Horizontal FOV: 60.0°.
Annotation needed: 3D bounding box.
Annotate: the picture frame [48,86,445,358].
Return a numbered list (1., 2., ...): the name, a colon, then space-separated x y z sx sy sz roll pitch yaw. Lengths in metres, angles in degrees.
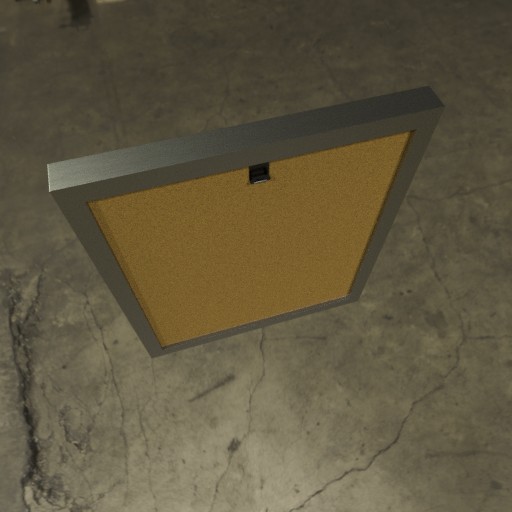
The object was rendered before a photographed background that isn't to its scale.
1. picture frame: 0.000 0.000 1.332 0.839 0.968 0.073 -14 59 -9
